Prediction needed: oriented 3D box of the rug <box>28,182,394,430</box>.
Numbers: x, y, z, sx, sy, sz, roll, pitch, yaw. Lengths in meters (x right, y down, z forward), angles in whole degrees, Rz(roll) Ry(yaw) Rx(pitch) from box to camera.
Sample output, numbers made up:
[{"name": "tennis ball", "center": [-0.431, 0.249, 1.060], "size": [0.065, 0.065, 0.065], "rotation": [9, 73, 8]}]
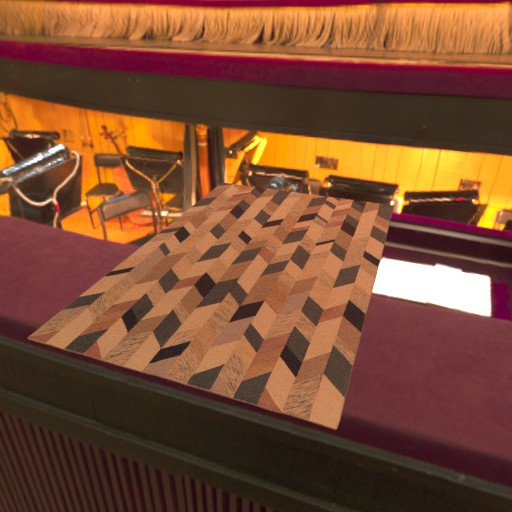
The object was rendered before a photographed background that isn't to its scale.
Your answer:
[{"name": "rug", "center": [0.000, 0.000, 2.255], "size": [1.202, 0.006, 1.813], "rotation": [11, 31, 18]}]
